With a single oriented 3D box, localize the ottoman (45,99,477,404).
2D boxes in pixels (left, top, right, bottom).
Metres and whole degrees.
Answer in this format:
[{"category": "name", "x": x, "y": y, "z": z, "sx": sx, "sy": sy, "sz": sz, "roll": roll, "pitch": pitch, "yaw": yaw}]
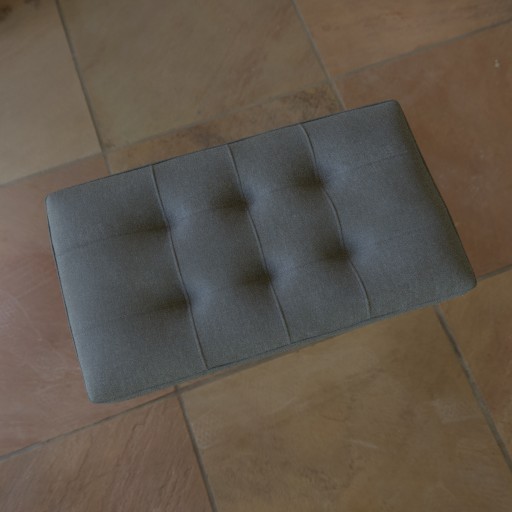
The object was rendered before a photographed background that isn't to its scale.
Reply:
[{"category": "ottoman", "x": 0.000, "y": 0.000, "z": 1.464, "sx": 1.143, "sy": 0.514, "sz": 0.648, "roll": -16, "pitch": 76, "yaw": -4}]
